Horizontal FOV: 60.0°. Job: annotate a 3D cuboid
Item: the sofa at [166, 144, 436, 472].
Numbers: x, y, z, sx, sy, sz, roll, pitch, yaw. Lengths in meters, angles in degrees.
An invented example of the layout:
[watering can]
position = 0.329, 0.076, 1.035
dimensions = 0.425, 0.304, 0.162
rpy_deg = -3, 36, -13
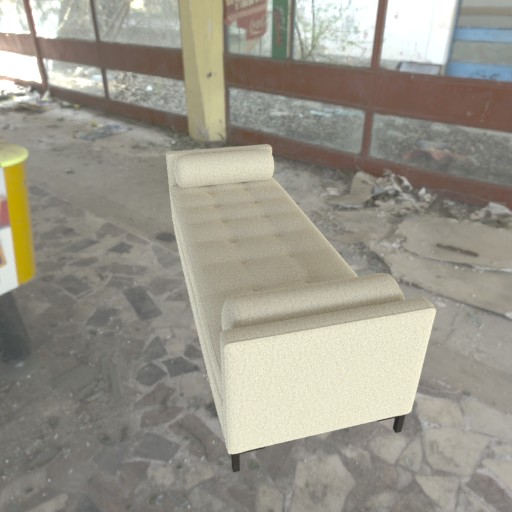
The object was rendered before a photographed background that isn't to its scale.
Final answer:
[sofa]
position = 0.000, 0.000, 2.353
dimensions = 0.746, 0.641, 1.985
rpy_deg = -8, 31, -13
